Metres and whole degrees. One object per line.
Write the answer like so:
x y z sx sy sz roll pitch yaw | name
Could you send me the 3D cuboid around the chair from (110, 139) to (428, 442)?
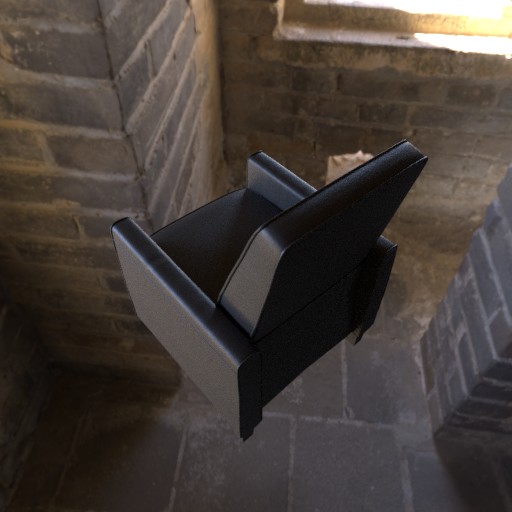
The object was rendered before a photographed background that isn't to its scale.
0.000 0.000 1.526 0.705 1.013 0.746 -32 54 -27 | chair
